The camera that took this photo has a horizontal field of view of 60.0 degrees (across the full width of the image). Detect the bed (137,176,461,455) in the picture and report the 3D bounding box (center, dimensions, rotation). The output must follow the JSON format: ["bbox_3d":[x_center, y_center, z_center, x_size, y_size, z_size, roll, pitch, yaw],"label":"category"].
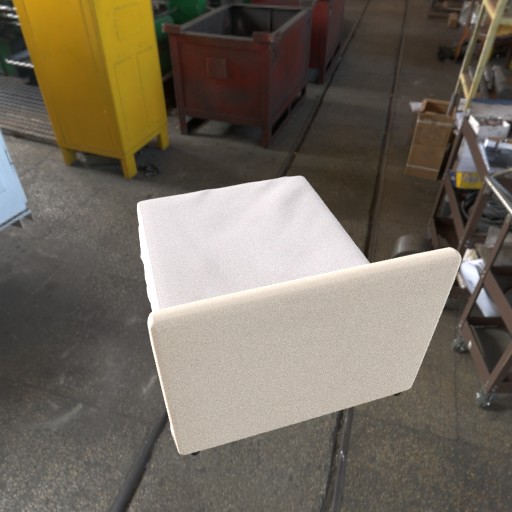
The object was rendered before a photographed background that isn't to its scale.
[{"bbox_3d":[0.000,0.000,3.331,1.713,1.330,2.142,-11,42,-13],"label":"bed"}]
